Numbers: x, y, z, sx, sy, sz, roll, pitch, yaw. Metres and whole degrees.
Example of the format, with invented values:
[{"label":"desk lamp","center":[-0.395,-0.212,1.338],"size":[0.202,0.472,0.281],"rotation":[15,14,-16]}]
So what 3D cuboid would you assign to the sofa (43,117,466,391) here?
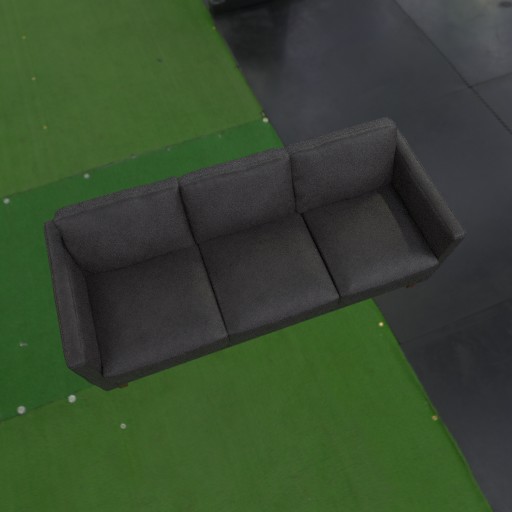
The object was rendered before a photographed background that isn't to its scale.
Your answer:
[{"label":"sofa","center":[0.000,0.000,2.991],"size":[2.464,1.006,1.045],"rotation":[-18,64,-9]}]
